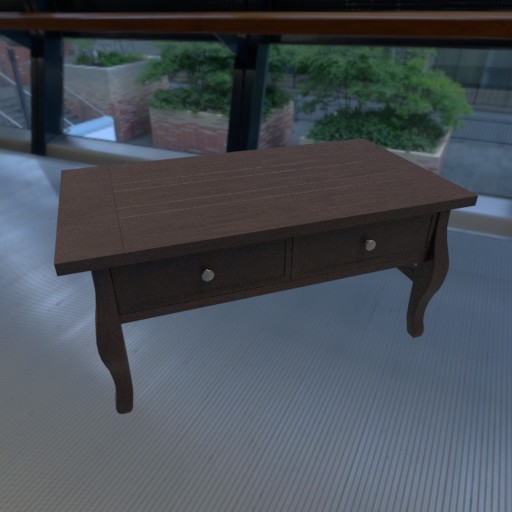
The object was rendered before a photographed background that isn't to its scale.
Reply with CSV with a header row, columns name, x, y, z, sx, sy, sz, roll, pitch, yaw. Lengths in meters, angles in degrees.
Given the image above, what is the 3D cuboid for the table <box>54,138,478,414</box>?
name,x,y,z,sx,sy,sz,roll,pitch,yaw
table,0.000,0.000,1.401,1.062,0.494,0.600,-10,32,-17
